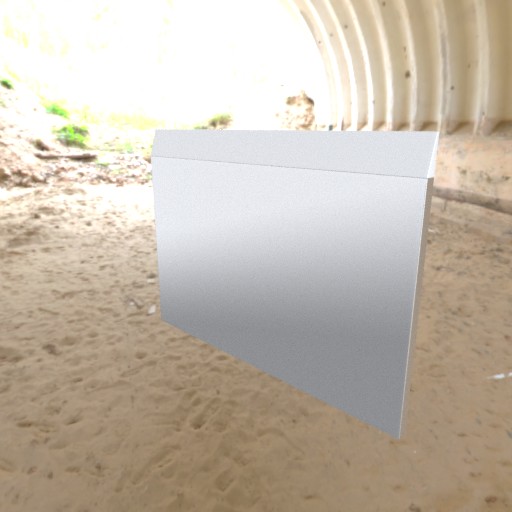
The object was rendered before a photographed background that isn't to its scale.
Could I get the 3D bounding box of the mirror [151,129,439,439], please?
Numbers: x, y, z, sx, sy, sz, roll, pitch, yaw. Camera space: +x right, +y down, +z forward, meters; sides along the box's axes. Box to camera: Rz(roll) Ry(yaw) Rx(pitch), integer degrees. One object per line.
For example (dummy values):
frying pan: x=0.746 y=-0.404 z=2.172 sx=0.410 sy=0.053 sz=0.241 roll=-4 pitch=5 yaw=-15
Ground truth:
mirror: x=0.000 y=0.000 z=1.151 sx=0.870 sy=0.630 sz=0.030 roll=15 pitch=22 yaw=42
